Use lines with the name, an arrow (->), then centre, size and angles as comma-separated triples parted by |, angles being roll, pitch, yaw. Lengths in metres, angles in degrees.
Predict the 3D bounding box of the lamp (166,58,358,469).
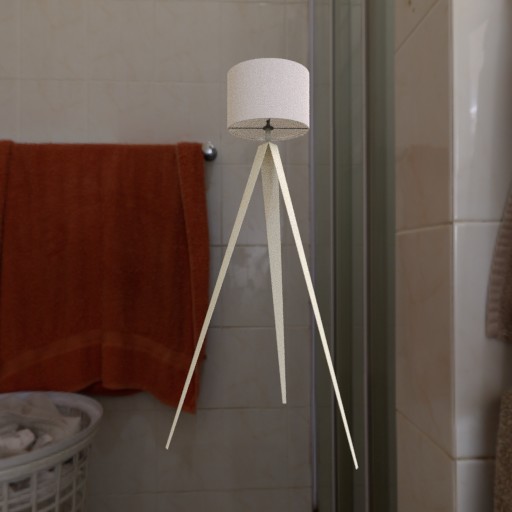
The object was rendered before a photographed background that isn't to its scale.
lamp -> 0.000, 0.000, 1.935 | 0.724, 1.524, 0.716 | 0, 0, -1
